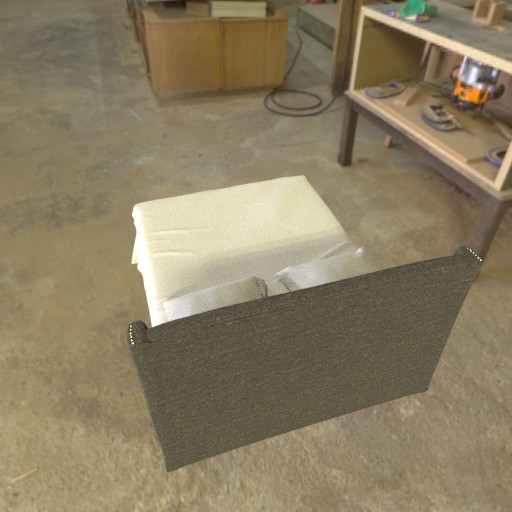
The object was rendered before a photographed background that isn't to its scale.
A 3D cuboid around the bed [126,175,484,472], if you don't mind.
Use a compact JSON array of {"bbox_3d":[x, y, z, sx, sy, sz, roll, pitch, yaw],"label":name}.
[{"bbox_3d":[0.000,0.000,3.418,1.925,1.332,2.276,-12,42,-13],"label":"bed"}]
